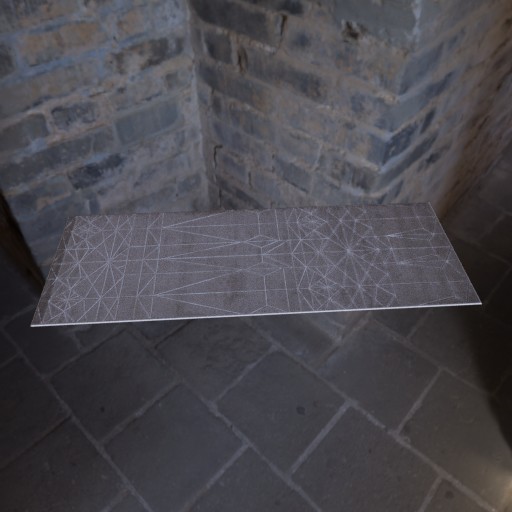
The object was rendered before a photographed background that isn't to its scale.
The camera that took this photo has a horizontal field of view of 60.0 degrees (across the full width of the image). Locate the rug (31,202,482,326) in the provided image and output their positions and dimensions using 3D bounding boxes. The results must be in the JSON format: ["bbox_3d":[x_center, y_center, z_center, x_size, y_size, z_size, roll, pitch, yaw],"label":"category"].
[{"bbox_3d":[0.000,0.000,2.642,2.388,0.012,0.864,-3,46,-2],"label":"rug"}]
